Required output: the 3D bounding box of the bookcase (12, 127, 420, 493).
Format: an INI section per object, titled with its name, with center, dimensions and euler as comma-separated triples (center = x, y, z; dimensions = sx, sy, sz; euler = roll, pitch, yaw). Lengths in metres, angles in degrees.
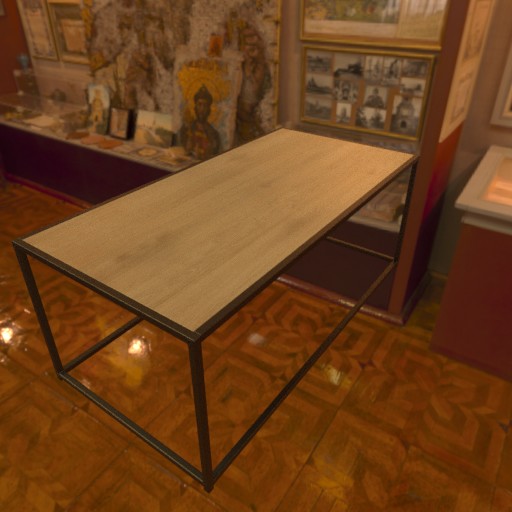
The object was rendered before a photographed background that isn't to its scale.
[bookcase]
center = 0.000, 0.000, 1.220
dimensions = 0.500, 0.400, 1.000
euler = 21, 38, 30
